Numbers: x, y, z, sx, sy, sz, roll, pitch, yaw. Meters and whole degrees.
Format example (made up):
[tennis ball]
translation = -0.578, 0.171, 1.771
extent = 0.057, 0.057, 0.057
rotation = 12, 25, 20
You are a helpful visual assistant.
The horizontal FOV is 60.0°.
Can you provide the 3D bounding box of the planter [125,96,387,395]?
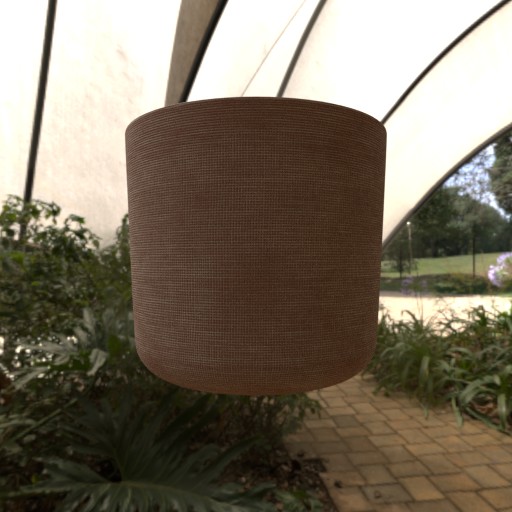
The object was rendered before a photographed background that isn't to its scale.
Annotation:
[planter]
translation = 0.000, 0.000, 0.774
extent = 0.440, 0.398, 0.440
rotation = 0, -1, 0
